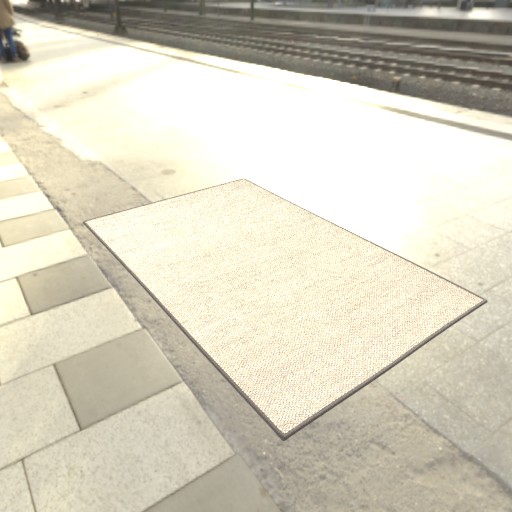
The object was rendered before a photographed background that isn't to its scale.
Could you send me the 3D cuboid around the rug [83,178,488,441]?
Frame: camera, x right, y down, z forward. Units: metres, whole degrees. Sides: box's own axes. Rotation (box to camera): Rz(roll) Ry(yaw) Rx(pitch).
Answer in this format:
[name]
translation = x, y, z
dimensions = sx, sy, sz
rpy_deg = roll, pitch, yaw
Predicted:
[rug]
translation = 0.000, 0.000, 2.064
dimensions = 1.067, 0.013, 1.676
rpy_deg = -21, 37, -31
